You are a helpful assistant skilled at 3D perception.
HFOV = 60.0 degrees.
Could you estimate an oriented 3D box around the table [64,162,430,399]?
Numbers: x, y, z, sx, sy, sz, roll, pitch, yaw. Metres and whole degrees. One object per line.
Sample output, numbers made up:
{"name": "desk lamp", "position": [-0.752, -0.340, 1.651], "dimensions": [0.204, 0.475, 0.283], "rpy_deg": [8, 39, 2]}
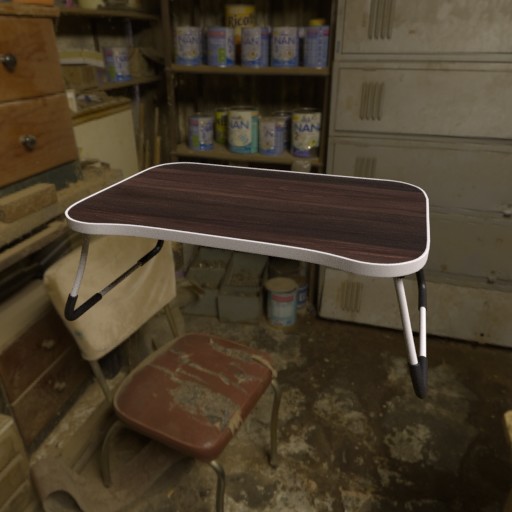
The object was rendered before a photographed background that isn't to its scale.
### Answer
{"name": "table", "position": [0.000, 0.000, 0.857], "dimensions": [0.660, 0.232, 0.400], "rpy_deg": [8, 27, 17]}
